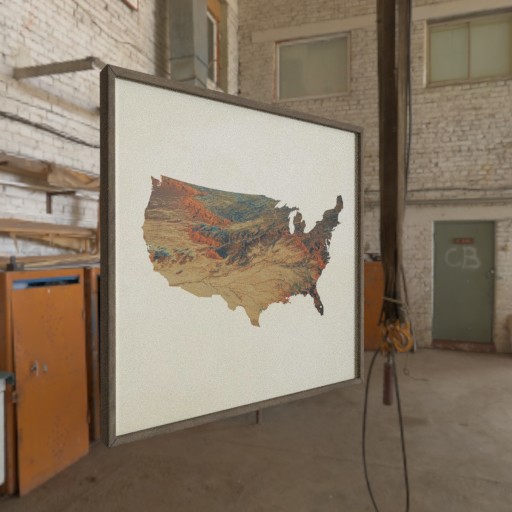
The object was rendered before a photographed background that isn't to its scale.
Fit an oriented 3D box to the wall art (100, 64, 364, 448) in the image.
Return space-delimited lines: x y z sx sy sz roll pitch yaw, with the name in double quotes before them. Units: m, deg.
"wall art" 0.000 0.000 1.102 0.749 0.751 0.050 0 1 -36
